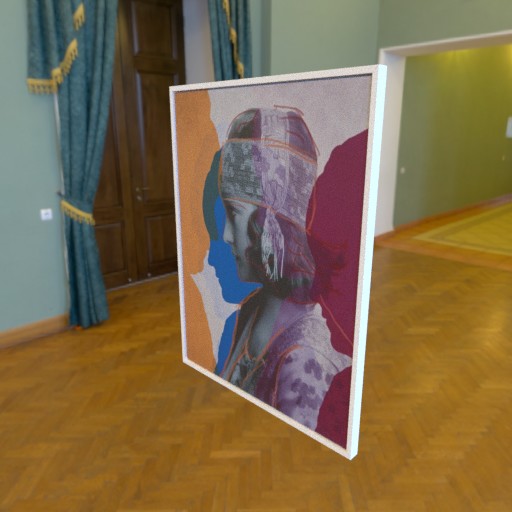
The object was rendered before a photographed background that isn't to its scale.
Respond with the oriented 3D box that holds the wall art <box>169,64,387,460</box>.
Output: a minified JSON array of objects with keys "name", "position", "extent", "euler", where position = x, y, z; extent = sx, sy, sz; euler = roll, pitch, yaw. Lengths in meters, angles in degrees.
[{"name":"wall art","position":[0.000,0.000,1.404],"extent":[0.795,1.050,0.039],"euler":[15,22,42]}]
